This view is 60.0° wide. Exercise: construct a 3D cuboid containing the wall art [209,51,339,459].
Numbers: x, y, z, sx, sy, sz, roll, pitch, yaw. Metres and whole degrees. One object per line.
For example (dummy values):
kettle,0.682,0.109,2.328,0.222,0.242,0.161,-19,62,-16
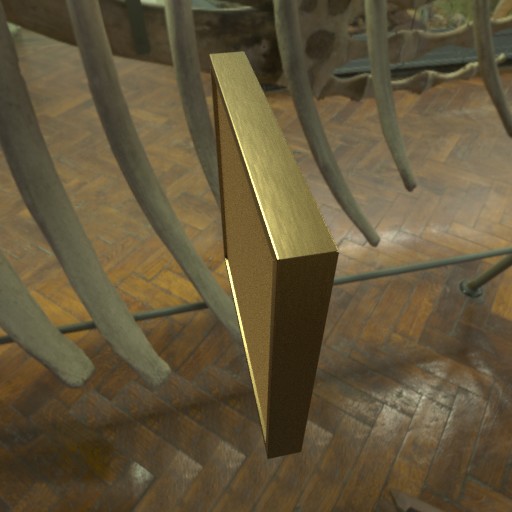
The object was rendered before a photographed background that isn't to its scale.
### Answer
wall art,0.000,0.000,0.469,0.037,0.305,0.305,-8,46,-8
